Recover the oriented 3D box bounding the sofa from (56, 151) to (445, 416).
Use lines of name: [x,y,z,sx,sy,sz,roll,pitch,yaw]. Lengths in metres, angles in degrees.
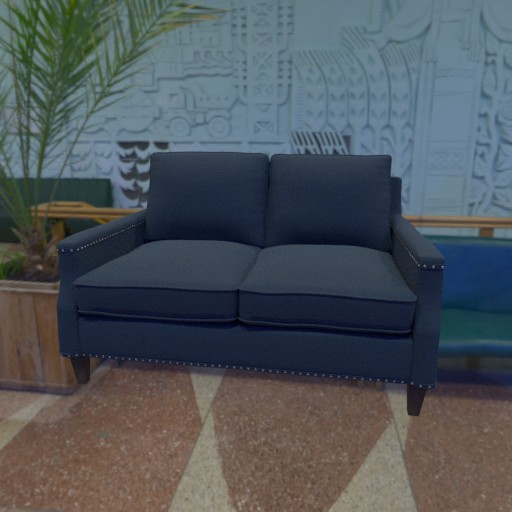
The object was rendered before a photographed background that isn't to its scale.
sofa: [0.000,0.000,2.230,1.597,1.003,1.084,2,15,9]
